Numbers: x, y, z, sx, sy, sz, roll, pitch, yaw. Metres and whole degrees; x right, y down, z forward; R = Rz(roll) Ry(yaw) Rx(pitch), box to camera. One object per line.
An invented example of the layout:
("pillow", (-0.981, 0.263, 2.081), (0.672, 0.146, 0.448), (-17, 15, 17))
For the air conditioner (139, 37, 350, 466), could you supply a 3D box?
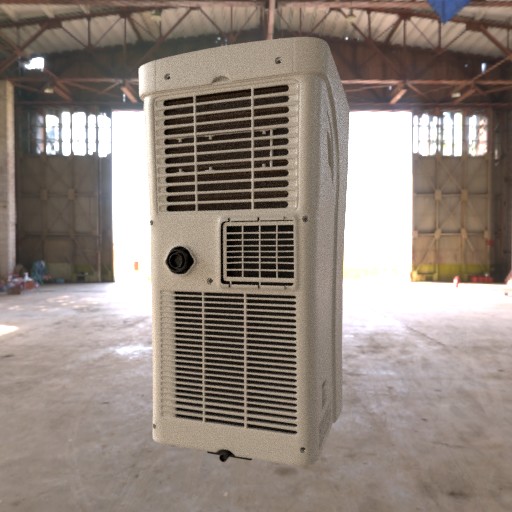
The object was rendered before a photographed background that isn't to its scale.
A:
("air conditioner", (0.000, 0.000, 0.916), (0.352, 0.716, 0.369), (0, 1, 19))
